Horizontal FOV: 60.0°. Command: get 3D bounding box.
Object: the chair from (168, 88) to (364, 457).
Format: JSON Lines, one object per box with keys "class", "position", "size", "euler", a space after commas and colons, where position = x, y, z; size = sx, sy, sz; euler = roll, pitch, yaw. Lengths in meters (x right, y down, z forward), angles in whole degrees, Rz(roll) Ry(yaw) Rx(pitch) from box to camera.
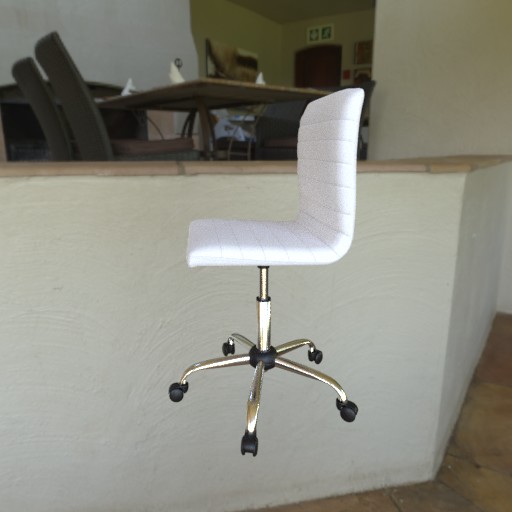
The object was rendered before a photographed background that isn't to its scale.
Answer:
{"class": "chair", "position": [0.000, 0.000, 1.087], "size": [0.455, 0.750, 0.520], "euler": [-2, 14, -8]}
